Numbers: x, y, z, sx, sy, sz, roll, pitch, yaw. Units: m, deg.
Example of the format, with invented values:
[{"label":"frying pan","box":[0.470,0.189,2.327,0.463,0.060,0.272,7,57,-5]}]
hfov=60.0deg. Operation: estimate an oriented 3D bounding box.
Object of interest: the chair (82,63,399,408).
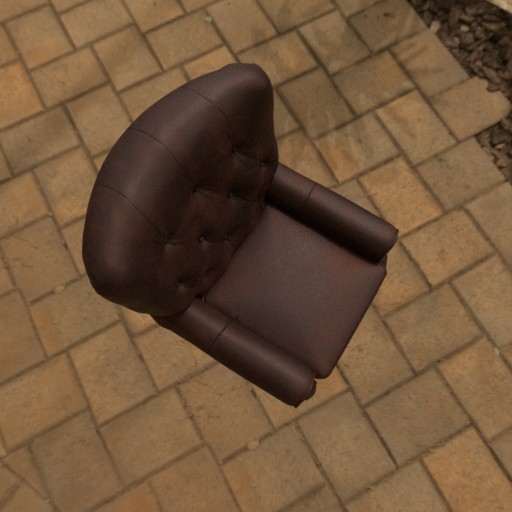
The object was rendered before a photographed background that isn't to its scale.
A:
[{"label":"chair","box":[0.000,0.000,1.894,1.058,1.158,0.948,31,77,8]}]
